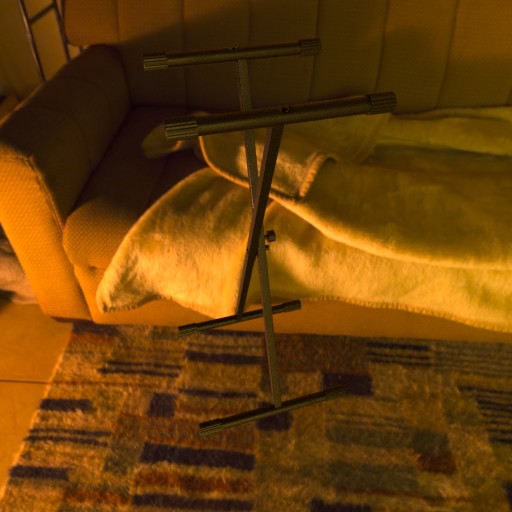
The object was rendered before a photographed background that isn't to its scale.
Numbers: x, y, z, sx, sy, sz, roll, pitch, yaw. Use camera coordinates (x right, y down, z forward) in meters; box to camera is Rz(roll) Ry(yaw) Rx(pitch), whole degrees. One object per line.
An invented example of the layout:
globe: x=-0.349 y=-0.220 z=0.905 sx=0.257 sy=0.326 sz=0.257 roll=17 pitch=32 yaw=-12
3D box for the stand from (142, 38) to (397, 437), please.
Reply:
stand: x=0.000 y=0.000 z=1.152 sx=0.449 sy=0.940 sz=0.409 roll=-11 pitch=43 yaw=-12
